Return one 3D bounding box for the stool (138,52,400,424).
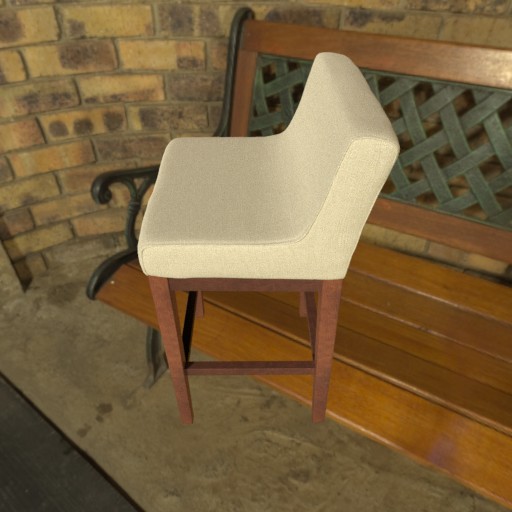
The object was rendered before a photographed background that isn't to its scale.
[{"bbox_3d":[0.000,0.000,1.218,0.500,0.937,0.511,0,40,-1],"label":"stool"}]
